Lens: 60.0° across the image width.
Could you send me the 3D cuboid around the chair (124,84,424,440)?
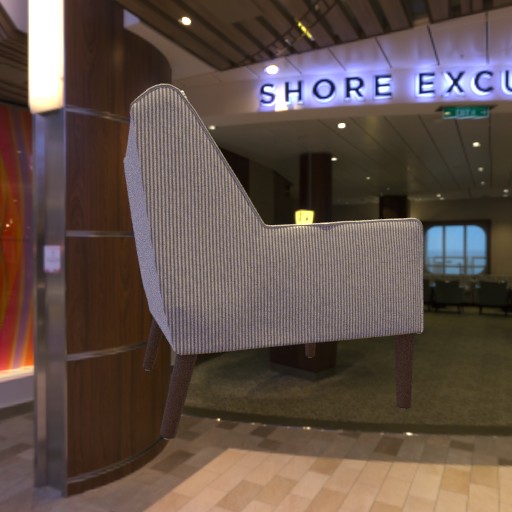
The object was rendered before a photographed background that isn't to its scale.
[{"bbox_3d":[0.000,0.000,1.327,0.743,0.792,0.663,0,1,-18],"label":"chair"}]
